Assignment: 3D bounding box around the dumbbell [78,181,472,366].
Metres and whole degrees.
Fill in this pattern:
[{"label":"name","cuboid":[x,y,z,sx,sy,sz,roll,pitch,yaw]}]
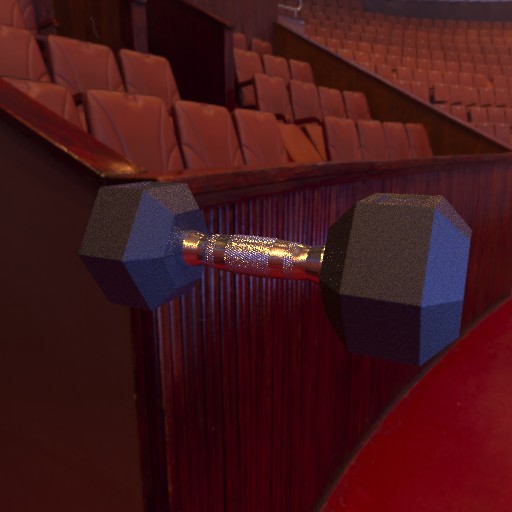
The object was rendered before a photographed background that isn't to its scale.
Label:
[{"label":"dumbbell","cuboid":[0.000,0.000,0.316,0.272,0.092,0.106,7,16,25]}]
